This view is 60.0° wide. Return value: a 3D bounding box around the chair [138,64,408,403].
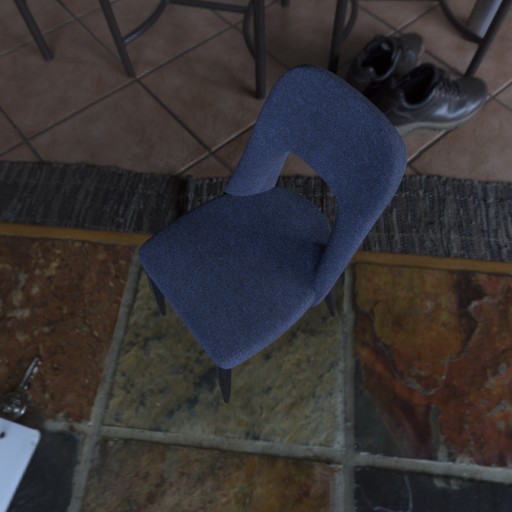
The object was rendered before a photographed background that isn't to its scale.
[{"bbox_3d":[0.000,0.000,1.328,0.612,0.931,0.470,-35,68,-16],"label":"chair"}]
